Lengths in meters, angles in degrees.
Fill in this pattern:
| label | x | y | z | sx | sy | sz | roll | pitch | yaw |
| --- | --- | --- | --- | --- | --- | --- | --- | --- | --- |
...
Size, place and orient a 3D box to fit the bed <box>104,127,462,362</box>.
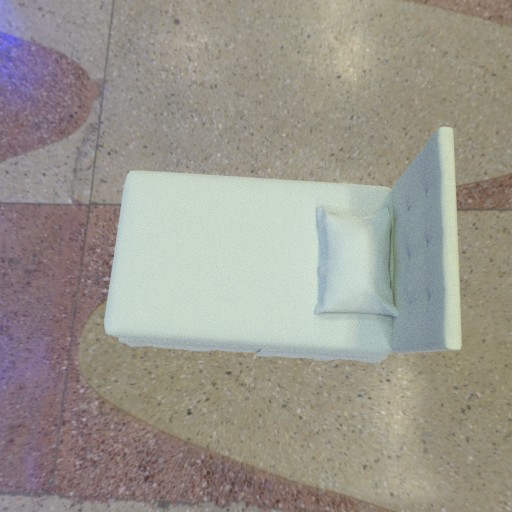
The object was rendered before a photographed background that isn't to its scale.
| label | x | y | z | sx | sy | sz | roll | pitch | yaw |
| --- | --- | --- | --- | --- | --- | --- | --- | --- | --- |
| bed | 0.000 | 0.000 | 2.921 | 1.997 | 1.571 | 1.261 | 4 | 76 | 1 |
